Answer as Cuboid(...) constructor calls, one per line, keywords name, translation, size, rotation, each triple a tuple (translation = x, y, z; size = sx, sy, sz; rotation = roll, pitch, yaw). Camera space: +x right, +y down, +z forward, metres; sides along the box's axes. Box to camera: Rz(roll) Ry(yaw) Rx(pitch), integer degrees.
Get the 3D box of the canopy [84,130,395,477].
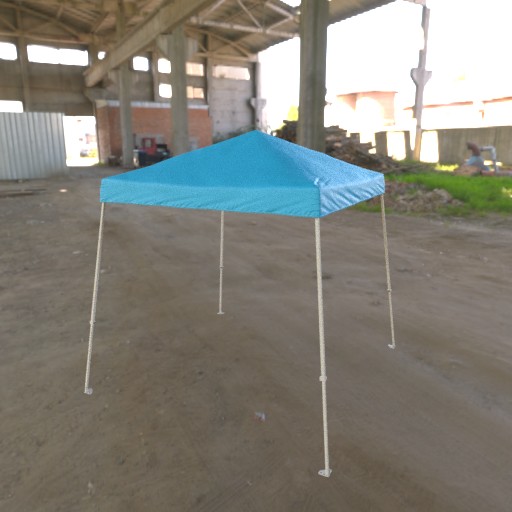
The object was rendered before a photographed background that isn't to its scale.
Cuboid(name="canopy", translation=(0.000, 0.000, 6.580), size=(3.599, 3.600, 3.600), rotation=(7, 15, 27))
